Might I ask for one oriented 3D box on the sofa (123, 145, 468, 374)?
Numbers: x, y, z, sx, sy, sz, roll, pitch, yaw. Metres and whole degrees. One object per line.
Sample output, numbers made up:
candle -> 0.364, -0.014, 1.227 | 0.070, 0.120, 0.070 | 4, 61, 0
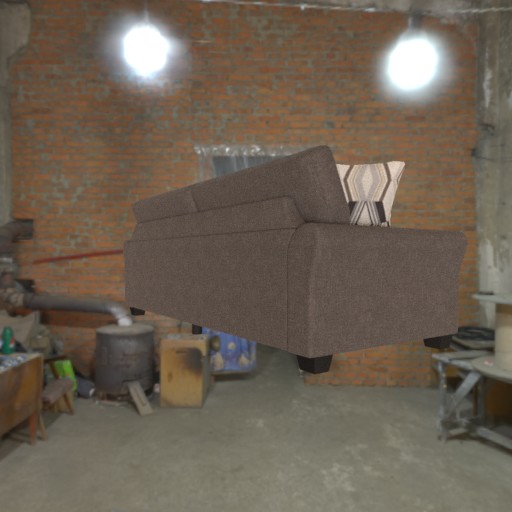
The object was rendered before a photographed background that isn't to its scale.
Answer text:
sofa -> 0.000, 0.000, 2.524 | 0.889, 0.813, 2.032 | 0, 0, -34
